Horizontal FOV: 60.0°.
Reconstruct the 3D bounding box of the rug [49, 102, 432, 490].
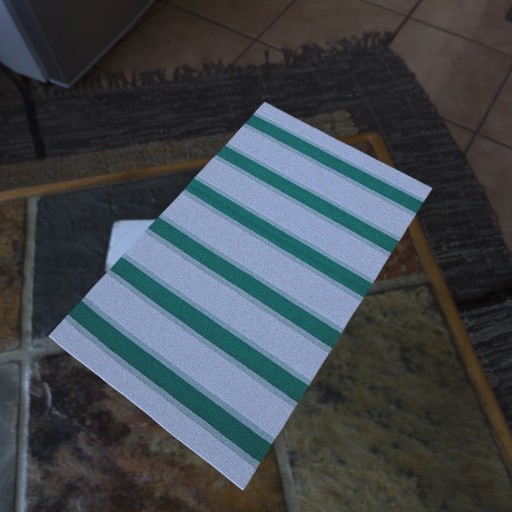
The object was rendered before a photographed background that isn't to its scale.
[{"bbox_3d":[0.000,0.000,3.061,1.521,0.015,2.436,32,68,15],"label":"rug"}]
